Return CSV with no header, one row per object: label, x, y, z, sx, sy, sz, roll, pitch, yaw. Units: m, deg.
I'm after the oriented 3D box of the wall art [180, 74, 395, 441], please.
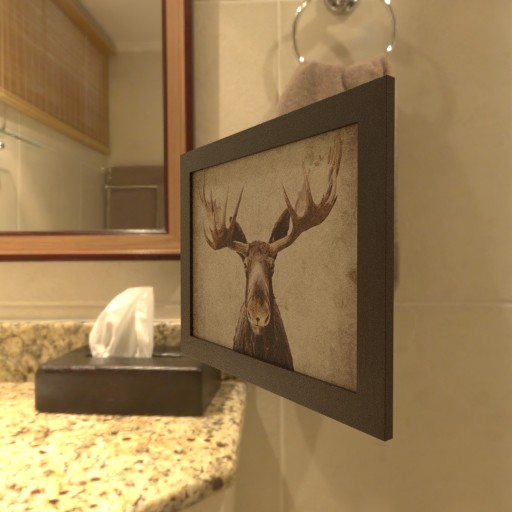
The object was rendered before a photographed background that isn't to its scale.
wall art,0.000,0.000,1.650,0.034,0.952,1.207,-1,1,-35
